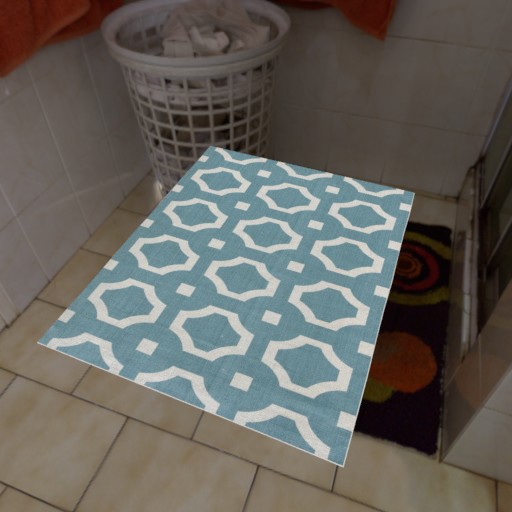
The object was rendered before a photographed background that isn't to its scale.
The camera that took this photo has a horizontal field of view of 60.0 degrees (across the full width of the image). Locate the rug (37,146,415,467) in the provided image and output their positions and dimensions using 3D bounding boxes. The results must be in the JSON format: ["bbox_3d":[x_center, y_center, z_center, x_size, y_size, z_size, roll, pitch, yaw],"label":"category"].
[{"bbox_3d":[0.000,0.000,4.132,2.466,0.021,3.049,16,48,15],"label":"rug"}]
